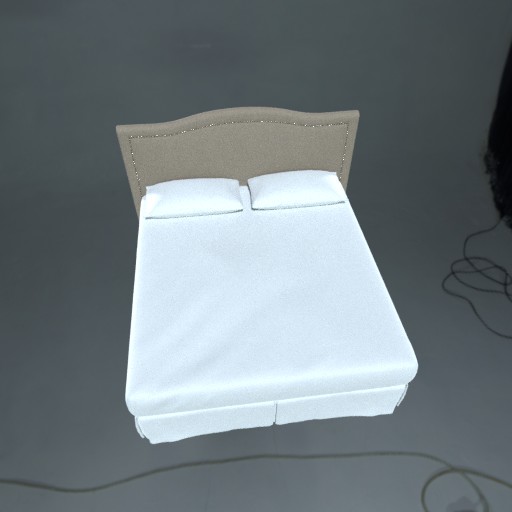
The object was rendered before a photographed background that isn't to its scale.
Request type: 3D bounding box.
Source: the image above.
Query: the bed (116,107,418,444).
[{"bbox_3d":[0.000,0.000,3.495,2.083,1.421,2.182,-5,46,-5],"label":"bed"}]
